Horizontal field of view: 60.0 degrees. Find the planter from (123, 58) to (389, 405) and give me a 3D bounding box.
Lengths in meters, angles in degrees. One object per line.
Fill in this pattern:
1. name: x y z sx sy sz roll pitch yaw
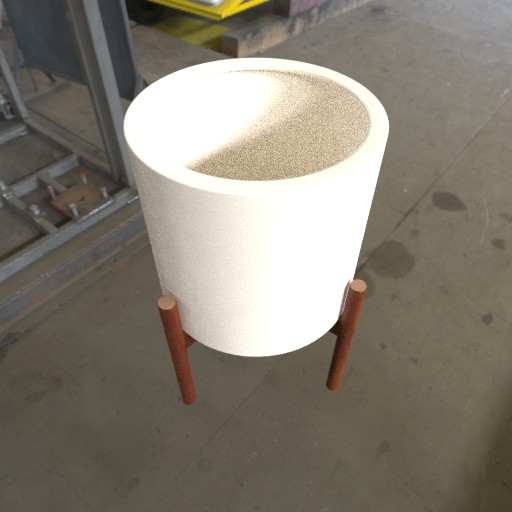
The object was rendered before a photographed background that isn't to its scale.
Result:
1. planter: 0.000 0.000 0.953 0.417 0.670 0.417 -4 47 -4
